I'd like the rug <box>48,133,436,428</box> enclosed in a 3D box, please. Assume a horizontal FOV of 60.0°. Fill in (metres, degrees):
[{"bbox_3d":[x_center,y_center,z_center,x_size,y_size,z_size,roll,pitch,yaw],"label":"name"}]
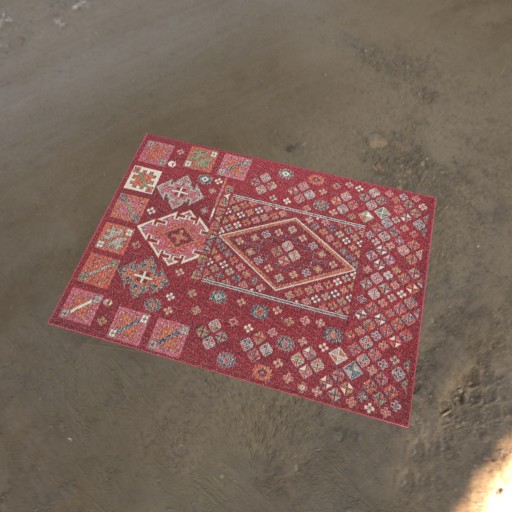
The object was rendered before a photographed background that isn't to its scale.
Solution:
[{"bbox_3d":[0.000,0.000,4.397,3.306,0.011,2.389,14,64,7],"label":"rug"}]
